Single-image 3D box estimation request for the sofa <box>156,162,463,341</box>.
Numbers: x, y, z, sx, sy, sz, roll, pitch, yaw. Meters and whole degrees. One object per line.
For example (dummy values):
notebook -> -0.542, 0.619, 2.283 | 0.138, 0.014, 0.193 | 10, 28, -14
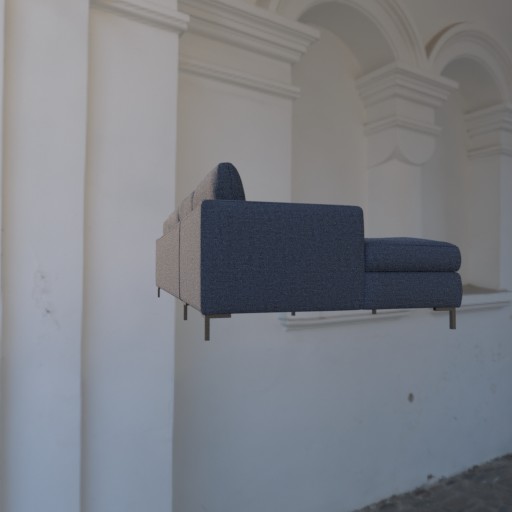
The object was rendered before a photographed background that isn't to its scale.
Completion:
sofa -> 0.000, 0.000, 2.880 | 1.125, 0.673, 2.445 | 0, -1, -17
